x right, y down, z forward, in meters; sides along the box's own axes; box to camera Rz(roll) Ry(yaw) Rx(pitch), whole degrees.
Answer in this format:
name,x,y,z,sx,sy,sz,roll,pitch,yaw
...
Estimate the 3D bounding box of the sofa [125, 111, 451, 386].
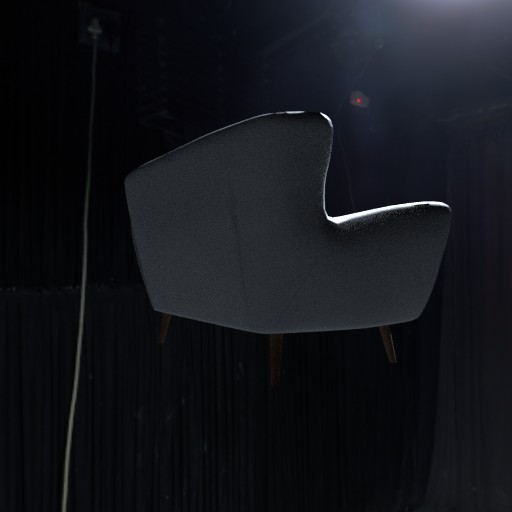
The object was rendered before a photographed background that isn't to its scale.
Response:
name,x,y,z,sx,sy,sz,roll,pitch,yaw
sofa,0.000,0.000,2.020,0.921,0.878,1.424,1,-1,-36
